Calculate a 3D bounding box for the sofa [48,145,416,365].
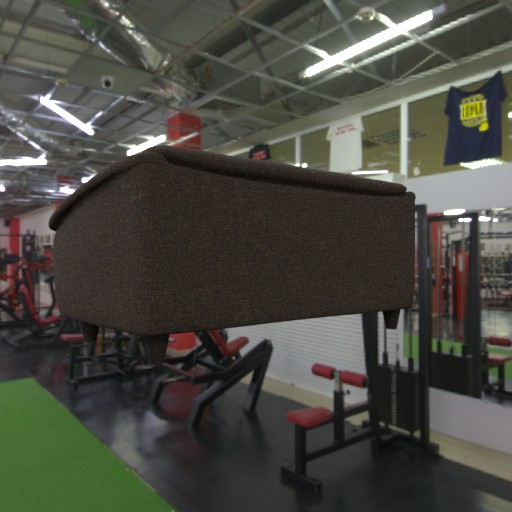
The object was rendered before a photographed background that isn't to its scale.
[{"bbox_3d":[0.000,0.000,2.278,1.849,0.790,0.887,0,-1,-36],"label":"sofa"}]
